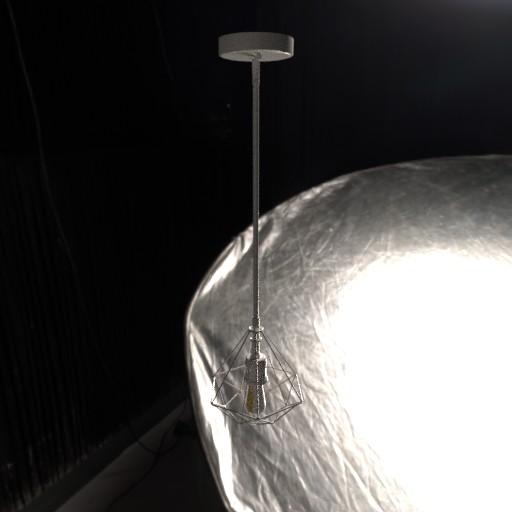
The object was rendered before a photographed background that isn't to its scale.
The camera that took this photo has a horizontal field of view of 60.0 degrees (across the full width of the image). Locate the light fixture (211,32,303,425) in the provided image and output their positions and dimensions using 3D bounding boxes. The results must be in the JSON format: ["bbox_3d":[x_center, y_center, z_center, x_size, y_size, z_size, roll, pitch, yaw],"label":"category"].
[{"bbox_3d":[0.000,0.000,1.983,0.487,1.764,0.431,8,18,27],"label":"light fixture"}]
